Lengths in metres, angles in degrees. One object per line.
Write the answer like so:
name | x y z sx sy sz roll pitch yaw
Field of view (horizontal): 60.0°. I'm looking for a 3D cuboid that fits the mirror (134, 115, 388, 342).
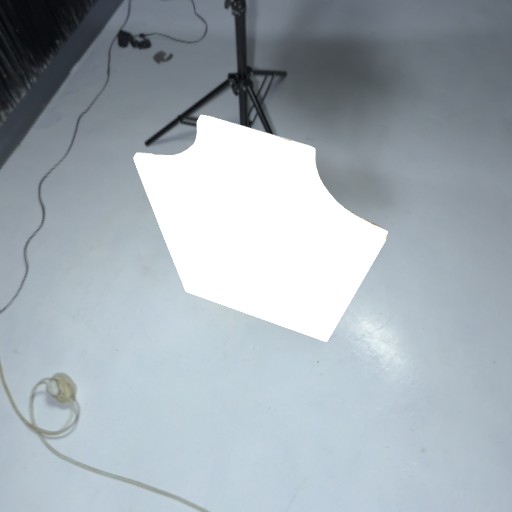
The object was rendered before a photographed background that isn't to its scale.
mirror | 0.000 0.000 0.871 0.403 0.717 0.022 19 66 9
